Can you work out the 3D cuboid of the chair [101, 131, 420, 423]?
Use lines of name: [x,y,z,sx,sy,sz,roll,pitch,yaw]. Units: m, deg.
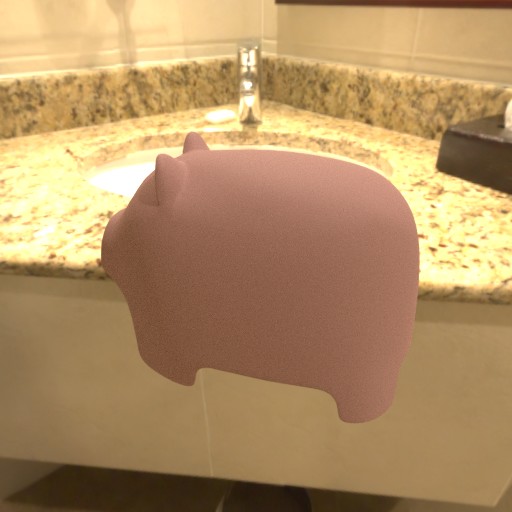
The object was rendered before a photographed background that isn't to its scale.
chair: [0.000,0.000,0.857,0.619,0.423,0.364,7,32,12]
